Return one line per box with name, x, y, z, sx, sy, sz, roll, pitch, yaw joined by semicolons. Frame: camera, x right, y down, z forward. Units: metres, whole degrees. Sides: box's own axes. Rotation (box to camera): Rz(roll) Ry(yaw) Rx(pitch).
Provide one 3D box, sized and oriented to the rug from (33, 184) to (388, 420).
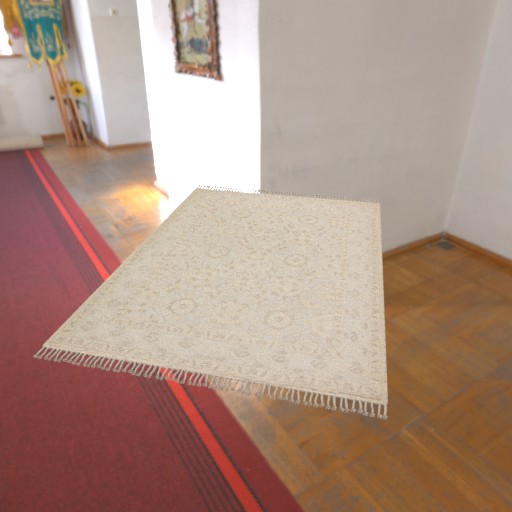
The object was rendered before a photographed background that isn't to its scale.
rug;0.000;0.000;2.205;1.223;0.015;1.771;6;30;11
